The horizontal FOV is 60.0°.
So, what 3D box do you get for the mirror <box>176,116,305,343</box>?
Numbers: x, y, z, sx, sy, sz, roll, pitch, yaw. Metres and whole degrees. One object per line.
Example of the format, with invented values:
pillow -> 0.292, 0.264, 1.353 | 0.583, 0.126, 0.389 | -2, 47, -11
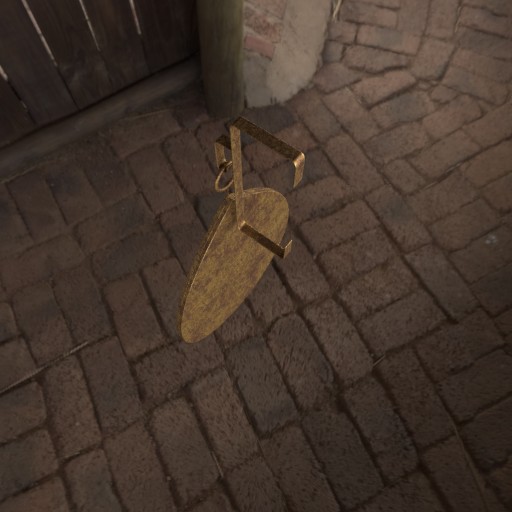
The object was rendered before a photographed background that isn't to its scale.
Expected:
mirror -> 0.000, 0.000, 0.911 | 0.144, 0.744, 0.405 | 35, 69, 15
